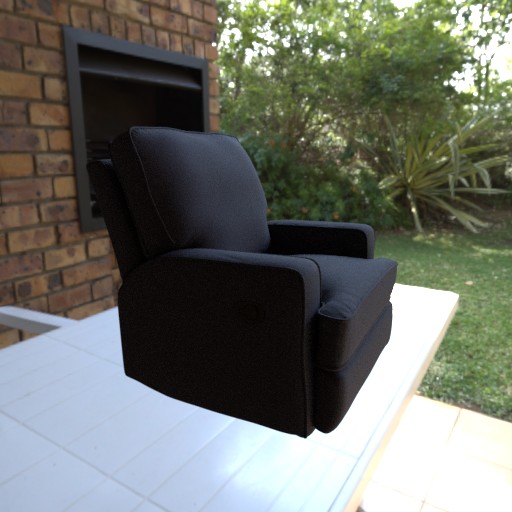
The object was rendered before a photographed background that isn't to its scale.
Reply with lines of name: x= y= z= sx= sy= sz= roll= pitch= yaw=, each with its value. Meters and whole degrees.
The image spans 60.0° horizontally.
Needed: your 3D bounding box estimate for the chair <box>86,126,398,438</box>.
chair: x=0.000 y=0.000 z=1.727 sx=0.964 sy=0.962 sz=0.861 roll=7 pitch=15 yaw=27
